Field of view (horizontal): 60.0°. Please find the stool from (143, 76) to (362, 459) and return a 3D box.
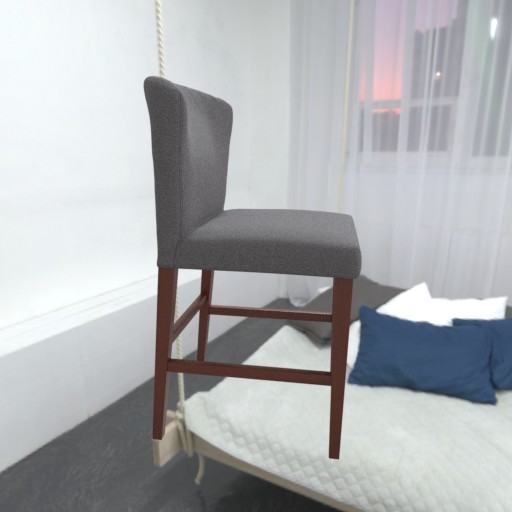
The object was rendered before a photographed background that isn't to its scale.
[{"bbox_3d":[0.000,0.000,1.284,0.568,0.968,0.481,2,15,9],"label":"stool"}]
